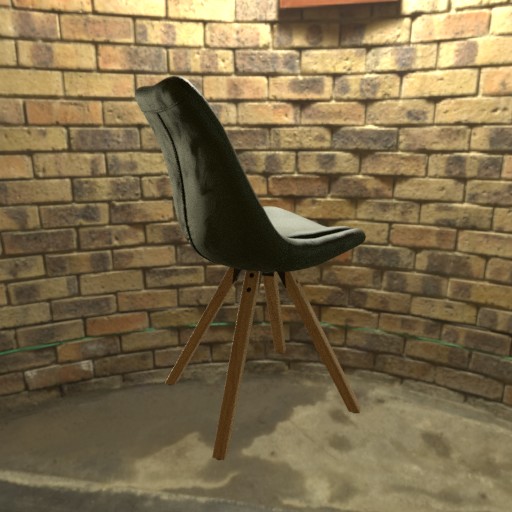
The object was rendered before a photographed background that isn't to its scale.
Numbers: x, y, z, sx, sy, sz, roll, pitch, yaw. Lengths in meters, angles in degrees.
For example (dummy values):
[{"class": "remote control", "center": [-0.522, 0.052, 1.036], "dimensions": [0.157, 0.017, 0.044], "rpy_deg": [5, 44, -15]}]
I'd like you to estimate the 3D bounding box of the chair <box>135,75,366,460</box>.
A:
[{"class": "chair", "center": [0.000, 0.000, 1.211], "dimensions": [0.547, 0.865, 0.483], "rpy_deg": [-8, 17, -27]}]
